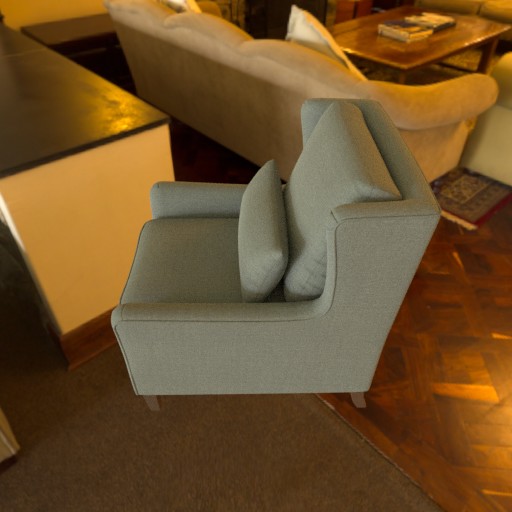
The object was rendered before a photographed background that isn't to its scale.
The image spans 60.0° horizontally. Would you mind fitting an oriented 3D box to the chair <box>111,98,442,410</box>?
[{"bbox_3d":[0.000,0.000,1.824,1.040,1.056,0.866,-1,41,-1],"label":"chair"}]
